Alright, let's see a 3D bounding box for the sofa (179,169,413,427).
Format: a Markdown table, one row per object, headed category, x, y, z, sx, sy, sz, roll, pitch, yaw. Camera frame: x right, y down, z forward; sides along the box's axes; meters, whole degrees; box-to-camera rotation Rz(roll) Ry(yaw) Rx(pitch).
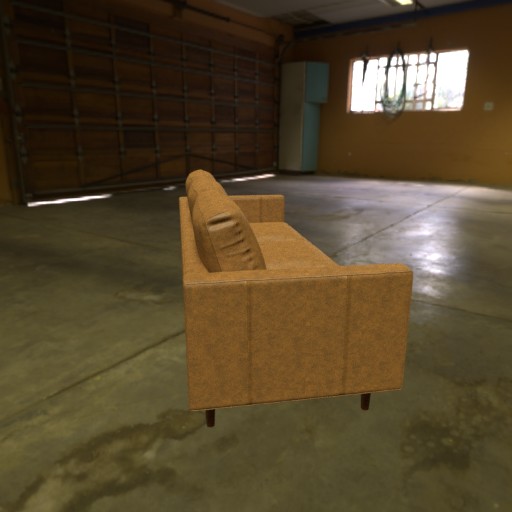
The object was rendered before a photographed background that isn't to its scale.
| category | x | y | z | sx | sy | sz | roll | pitch | yaw |
| --- | --- | --- | --- | --- | --- | --- | --- | --- | --- |
| sofa | 0.000 | 0.000 | 2.735 | 0.903 | 0.930 | 2.231 | -3 | 16 | -10 |
